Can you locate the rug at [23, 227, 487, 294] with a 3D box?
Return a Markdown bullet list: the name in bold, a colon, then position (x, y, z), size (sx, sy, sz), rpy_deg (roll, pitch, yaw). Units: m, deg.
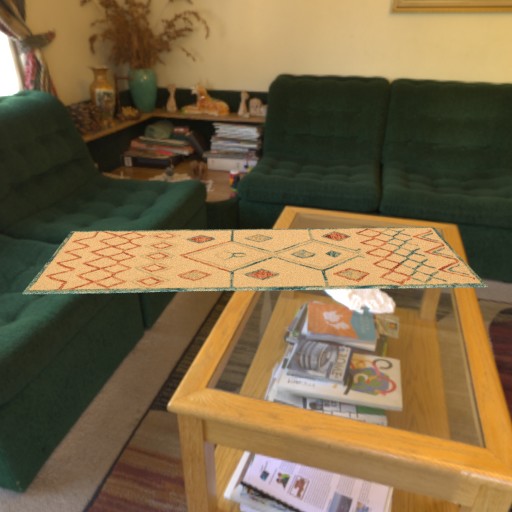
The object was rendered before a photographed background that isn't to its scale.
- **rug**: position (0.000, 0.000, 2.646), size (2.435, 0.011, 0.750), rpy_deg (-1, 28, -1)
